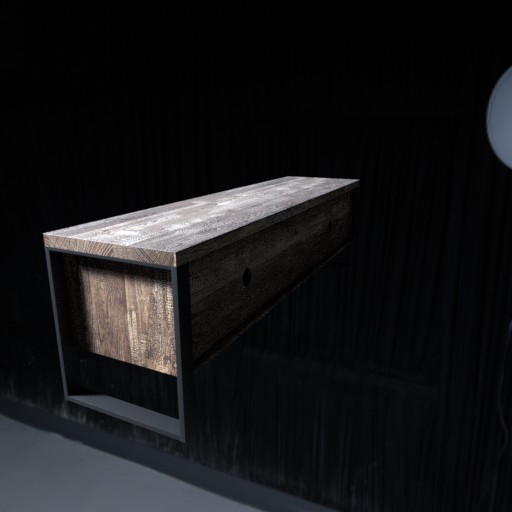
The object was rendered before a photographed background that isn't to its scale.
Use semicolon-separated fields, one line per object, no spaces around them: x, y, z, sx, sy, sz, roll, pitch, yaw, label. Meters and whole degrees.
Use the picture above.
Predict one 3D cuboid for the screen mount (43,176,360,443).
0.000;0.000;1.689;0.395;0.450;1.524;8;17;25;screen mount
